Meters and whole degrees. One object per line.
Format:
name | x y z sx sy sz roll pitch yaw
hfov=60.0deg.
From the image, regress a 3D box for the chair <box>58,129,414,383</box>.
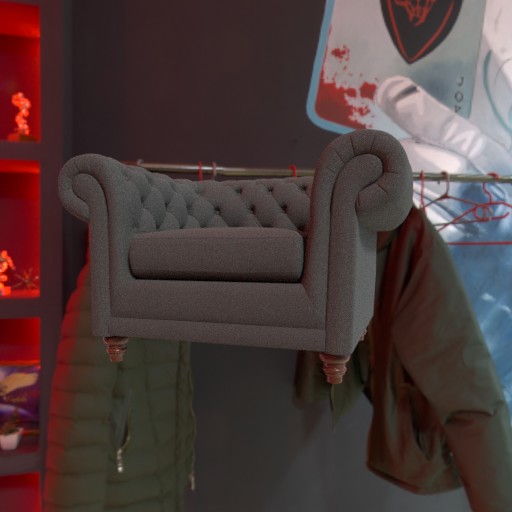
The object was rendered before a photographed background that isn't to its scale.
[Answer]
chair | 0.000 0.000 1.900 1.270 0.770 0.976 0 1 19
